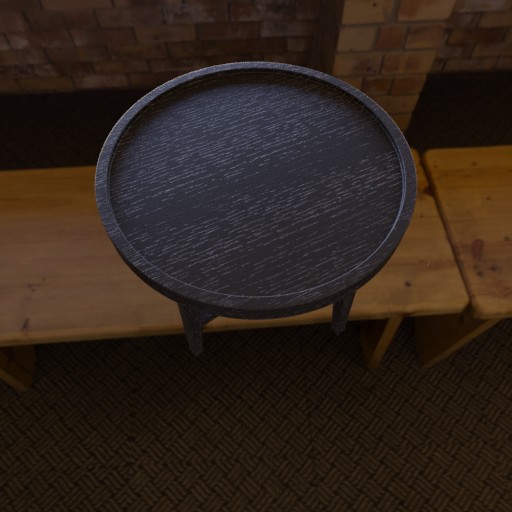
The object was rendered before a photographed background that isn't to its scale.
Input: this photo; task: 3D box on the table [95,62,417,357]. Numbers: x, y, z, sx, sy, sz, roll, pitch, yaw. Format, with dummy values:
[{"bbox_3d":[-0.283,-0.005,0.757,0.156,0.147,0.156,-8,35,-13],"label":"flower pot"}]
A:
[{"bbox_3d":[0.000,0.000,0.755,0.399,0.460,0.399,0,59,0],"label":"table"}]
